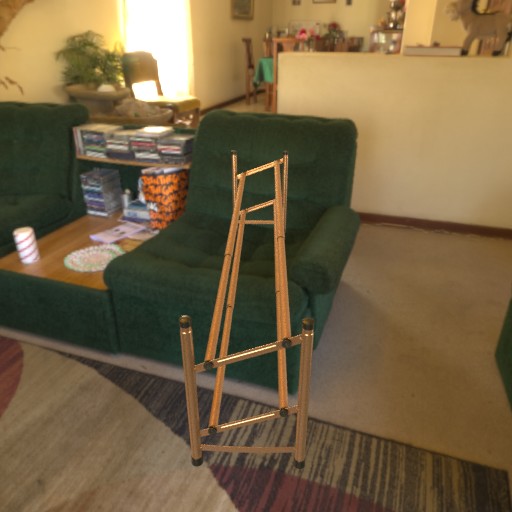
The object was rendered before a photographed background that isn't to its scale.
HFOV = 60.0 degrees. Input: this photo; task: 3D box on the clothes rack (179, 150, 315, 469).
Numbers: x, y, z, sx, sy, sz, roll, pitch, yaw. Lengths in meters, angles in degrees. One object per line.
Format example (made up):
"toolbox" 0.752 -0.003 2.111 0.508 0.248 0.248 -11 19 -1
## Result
"clothes rack" 0.000 0.000 1.320 0.229 0.349 1.168 1 27 1
